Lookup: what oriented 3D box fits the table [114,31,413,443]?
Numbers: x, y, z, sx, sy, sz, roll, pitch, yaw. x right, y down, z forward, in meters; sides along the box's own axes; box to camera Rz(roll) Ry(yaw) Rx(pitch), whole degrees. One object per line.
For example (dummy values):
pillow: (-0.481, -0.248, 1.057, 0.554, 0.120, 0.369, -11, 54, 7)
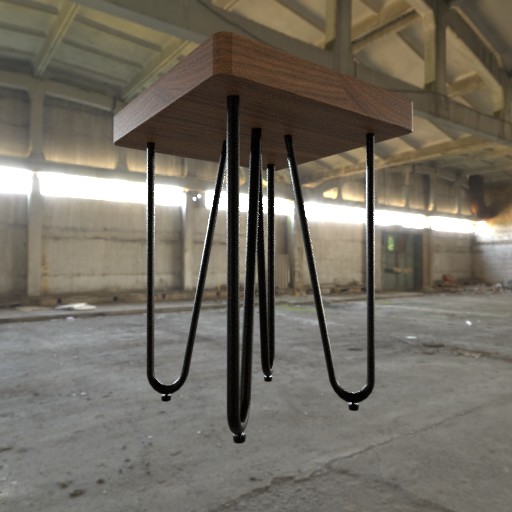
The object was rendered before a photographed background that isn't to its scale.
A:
table: (0.000, 0.000, 0.963, 0.480, 0.641, 0.479, 1, -2, -36)
